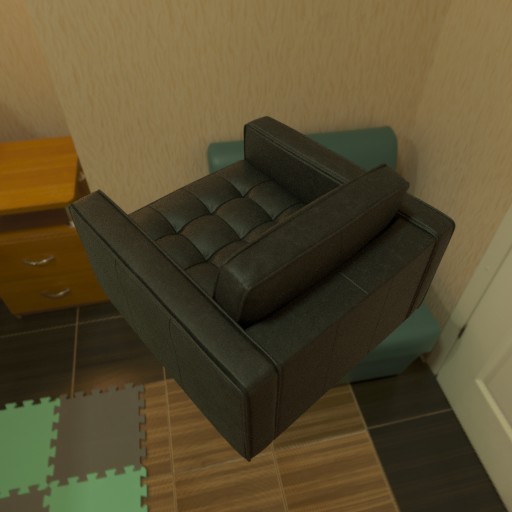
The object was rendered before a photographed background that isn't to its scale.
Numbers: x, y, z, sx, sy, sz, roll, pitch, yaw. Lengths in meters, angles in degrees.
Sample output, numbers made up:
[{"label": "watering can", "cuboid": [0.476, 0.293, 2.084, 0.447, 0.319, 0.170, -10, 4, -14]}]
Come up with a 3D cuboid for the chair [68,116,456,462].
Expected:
[{"label": "chair", "cuboid": [0.000, 0.000, 1.545, 0.889, 0.763, 0.914, -33, 55, -27]}]
